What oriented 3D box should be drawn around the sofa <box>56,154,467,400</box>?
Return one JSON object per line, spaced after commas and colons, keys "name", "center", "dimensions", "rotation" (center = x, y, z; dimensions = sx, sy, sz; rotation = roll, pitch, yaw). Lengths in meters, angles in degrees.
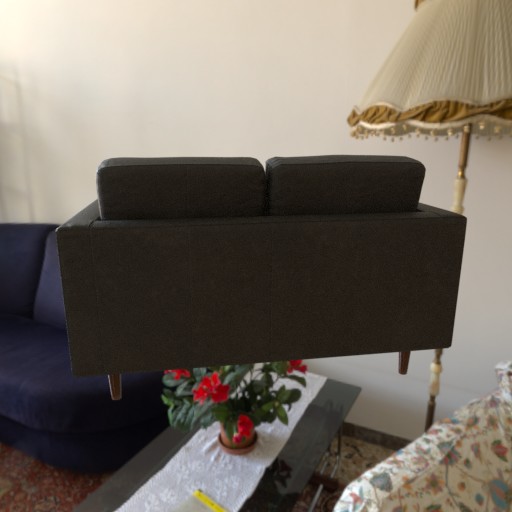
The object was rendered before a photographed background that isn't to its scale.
{"name": "sofa", "center": [0.000, 0.000, 1.986], "dimensions": [1.430, 0.899, 0.879], "rotation": [-2, 15, -9]}
